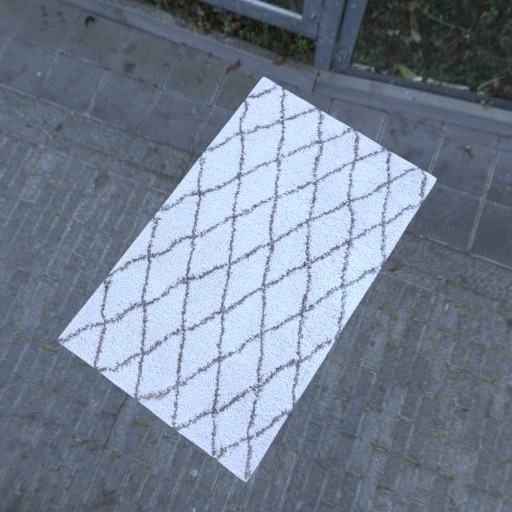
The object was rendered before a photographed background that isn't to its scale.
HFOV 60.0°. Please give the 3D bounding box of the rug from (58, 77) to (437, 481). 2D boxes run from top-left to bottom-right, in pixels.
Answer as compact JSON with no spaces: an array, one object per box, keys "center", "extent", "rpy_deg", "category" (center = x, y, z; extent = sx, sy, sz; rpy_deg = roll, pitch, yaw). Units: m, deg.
[{"center":[0.000,0.000,3.074],"extent":[1.524,0.030,2.438],"rpy_deg":[33,78,8],"category":"rug"}]
